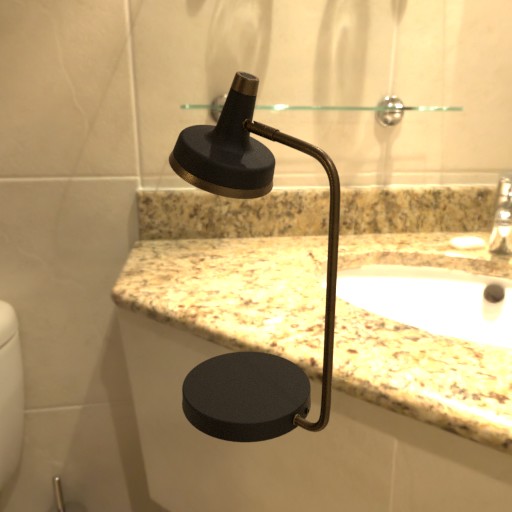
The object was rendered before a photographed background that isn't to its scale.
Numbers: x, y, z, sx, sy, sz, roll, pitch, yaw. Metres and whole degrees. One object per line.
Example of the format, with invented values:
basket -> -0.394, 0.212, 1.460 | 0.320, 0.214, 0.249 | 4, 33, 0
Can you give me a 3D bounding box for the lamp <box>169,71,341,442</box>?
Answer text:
lamp -> 0.000, 0.000, 0.495 | 0.218, 0.385, 0.162 | 16, 23, 42
